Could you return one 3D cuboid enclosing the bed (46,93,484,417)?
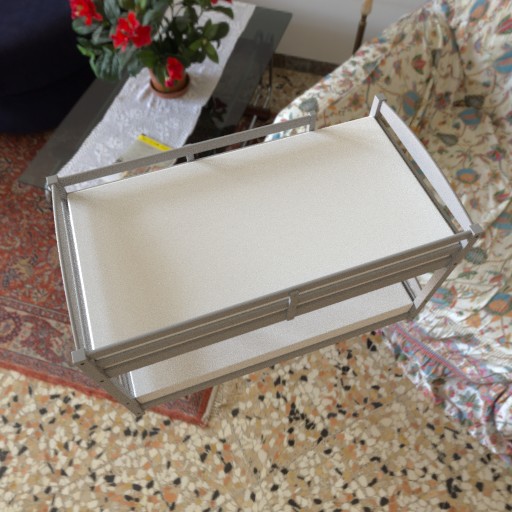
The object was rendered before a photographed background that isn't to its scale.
[{"bbox_3d":[0.000,0.000,2.770,2.013,1.206,1.105,-17,61,-10],"label":"bed"}]
